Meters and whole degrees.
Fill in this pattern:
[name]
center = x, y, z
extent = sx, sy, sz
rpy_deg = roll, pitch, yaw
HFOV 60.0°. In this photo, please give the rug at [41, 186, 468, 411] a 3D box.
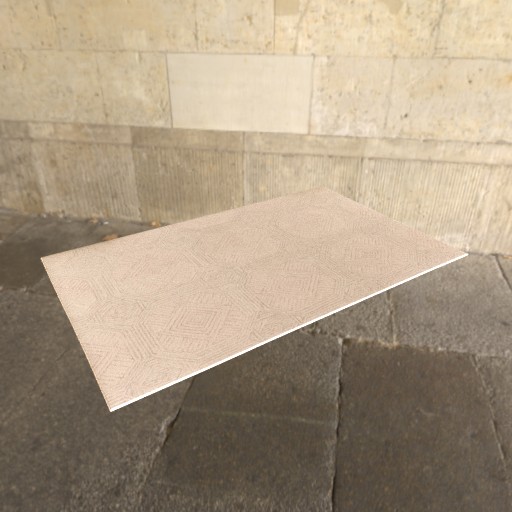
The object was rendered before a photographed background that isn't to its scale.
[rug]
center = 0.000, 0.000, 2.982
extent = 2.440, 0.008, 1.524
rpy_deg = -18, 34, -28
